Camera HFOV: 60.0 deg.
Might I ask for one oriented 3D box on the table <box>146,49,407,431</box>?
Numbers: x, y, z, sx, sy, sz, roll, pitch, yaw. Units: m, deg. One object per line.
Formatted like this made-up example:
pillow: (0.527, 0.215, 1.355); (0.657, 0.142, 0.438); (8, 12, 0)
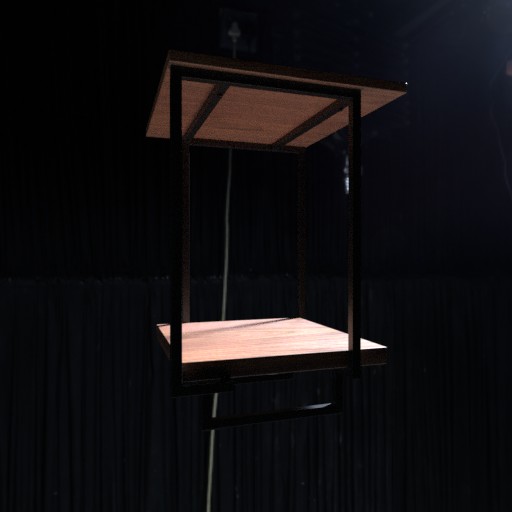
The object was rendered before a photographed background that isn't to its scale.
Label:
table: (0.000, 0.000, 0.859); (0.384, 0.567, 0.411); (0, 0, -18)
